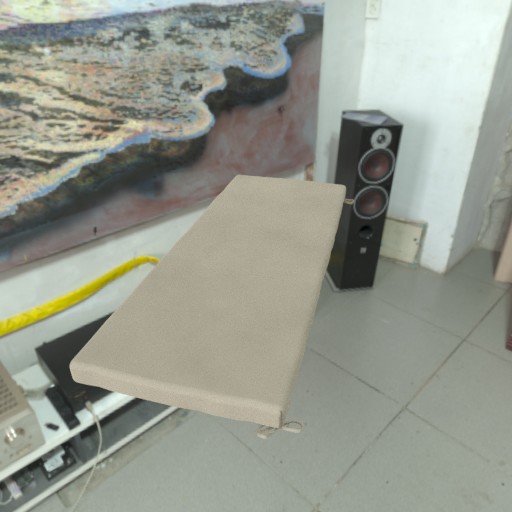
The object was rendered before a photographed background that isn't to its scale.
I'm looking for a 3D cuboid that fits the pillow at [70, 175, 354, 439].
[{"bbox_3d":[0.000,0.000,1.335,0.492,0.081,1.187,8,32,13],"label":"pillow"}]
